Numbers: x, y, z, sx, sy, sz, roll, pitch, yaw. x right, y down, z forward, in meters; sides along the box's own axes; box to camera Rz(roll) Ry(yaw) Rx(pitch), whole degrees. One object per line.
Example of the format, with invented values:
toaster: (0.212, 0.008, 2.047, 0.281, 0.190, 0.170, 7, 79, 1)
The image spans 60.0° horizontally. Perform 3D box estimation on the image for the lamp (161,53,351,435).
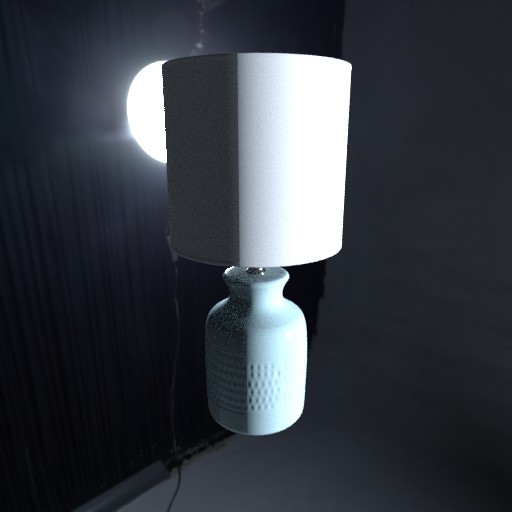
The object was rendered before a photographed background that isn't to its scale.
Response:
lamp: (0.000, 0.000, 1.109, 0.418, 0.871, 0.418, -15, 22, -43)
